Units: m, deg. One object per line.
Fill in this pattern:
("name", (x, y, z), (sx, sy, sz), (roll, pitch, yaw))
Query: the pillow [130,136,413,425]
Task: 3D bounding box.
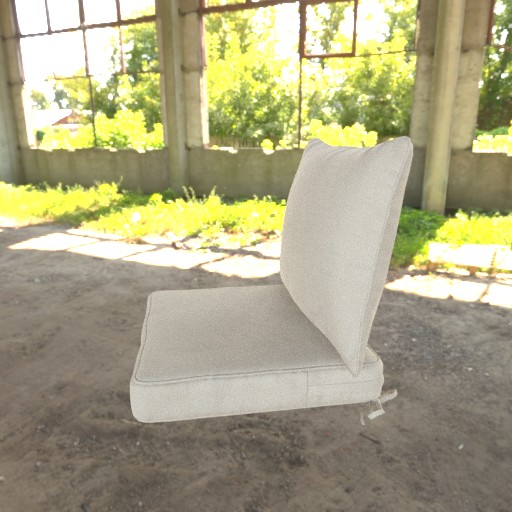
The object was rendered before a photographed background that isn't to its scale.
("pillow", (0.000, 0.000, 1.375), (0.733, 0.716, 0.798), (-2, 15, -9))
